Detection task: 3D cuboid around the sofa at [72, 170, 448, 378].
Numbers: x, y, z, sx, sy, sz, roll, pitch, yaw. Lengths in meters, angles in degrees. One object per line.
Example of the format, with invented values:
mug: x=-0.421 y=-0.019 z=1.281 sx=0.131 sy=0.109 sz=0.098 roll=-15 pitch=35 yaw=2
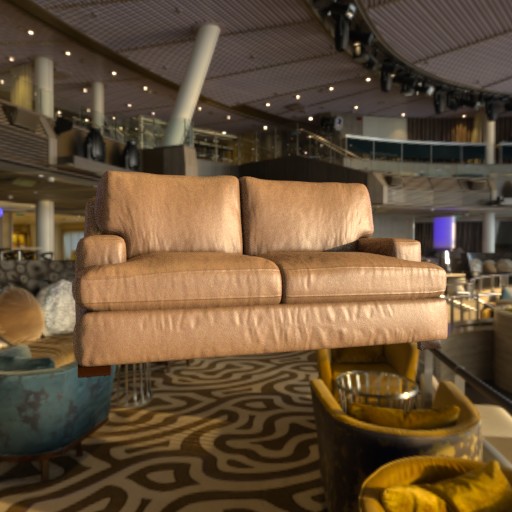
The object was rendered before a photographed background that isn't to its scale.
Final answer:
sofa: x=0.000 y=0.000 z=2.465 sx=1.855 sy=0.980 sz=0.962 roll=0 pitch=1 yaw=-18
